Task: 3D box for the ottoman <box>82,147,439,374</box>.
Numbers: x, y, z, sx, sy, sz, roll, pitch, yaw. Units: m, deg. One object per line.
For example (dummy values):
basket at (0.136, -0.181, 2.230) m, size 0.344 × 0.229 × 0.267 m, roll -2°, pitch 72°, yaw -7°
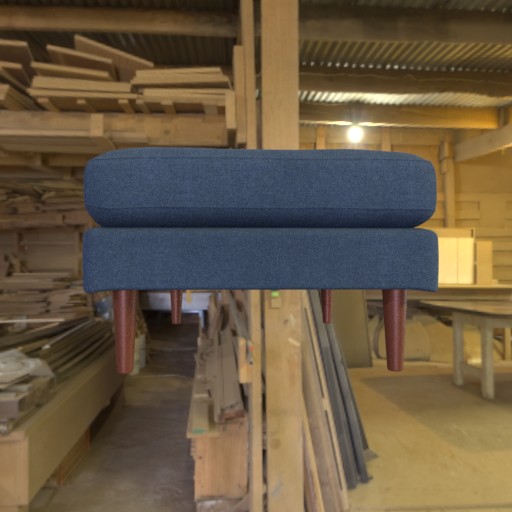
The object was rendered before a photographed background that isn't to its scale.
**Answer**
ottoman at (0.000, 0.000, 1.245) m, size 0.693 × 0.474 × 0.821 m, roll 0°, pitch -1°, yaw -2°
